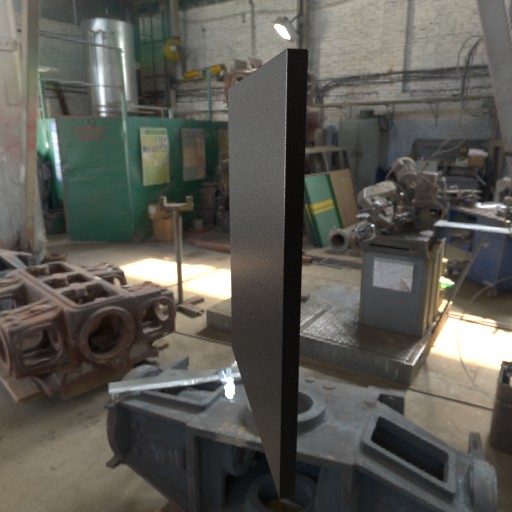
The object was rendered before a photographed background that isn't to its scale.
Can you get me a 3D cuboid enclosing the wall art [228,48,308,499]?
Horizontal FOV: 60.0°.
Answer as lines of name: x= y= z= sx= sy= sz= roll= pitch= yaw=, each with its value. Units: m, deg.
wall art: x=0.000 y=0.000 z=1.570 sx=0.053 sy=1.194 sz=0.950 roll=-3 pitch=16 yaw=-11
